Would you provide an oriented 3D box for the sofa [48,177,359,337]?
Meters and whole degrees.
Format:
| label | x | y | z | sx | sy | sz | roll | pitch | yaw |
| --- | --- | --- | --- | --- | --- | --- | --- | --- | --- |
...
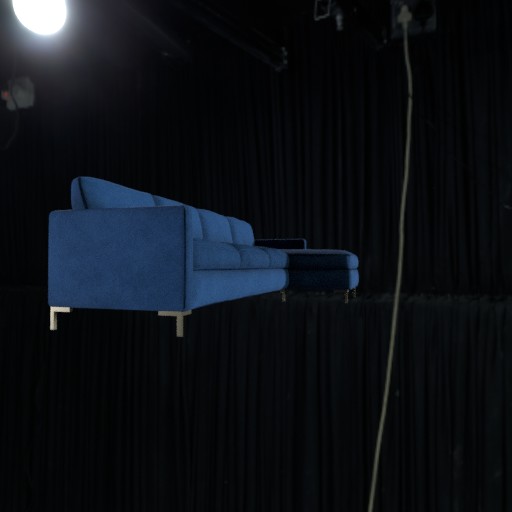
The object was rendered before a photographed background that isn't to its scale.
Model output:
| label | x | y | z | sx | sy | sz | roll | pitch | yaw |
| --- | --- | --- | --- | --- | --- | --- | --- | --- | --- |
| sofa | 0.000 | 0.000 | 3.443 | 1.350 | 0.810 | 2.932 | 0 | -1 | 18 |
